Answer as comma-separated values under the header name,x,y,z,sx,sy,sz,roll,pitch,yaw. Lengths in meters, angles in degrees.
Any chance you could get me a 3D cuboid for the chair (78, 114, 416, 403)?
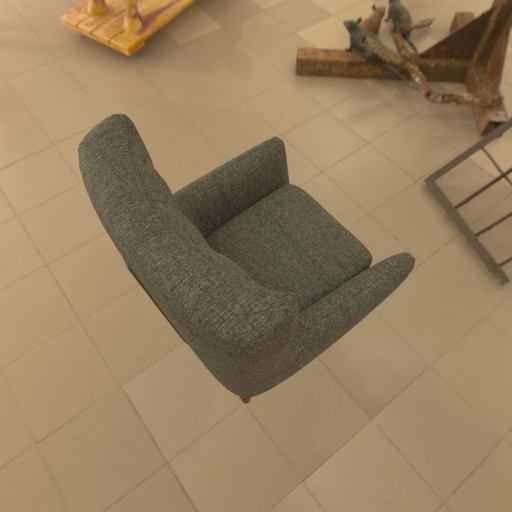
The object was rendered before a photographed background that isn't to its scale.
name,x,y,z,sx,sy,sz,roll,pitch,yaw
chair,0.000,0.000,1.709,0.904,1.063,0.878,-34,64,-19
